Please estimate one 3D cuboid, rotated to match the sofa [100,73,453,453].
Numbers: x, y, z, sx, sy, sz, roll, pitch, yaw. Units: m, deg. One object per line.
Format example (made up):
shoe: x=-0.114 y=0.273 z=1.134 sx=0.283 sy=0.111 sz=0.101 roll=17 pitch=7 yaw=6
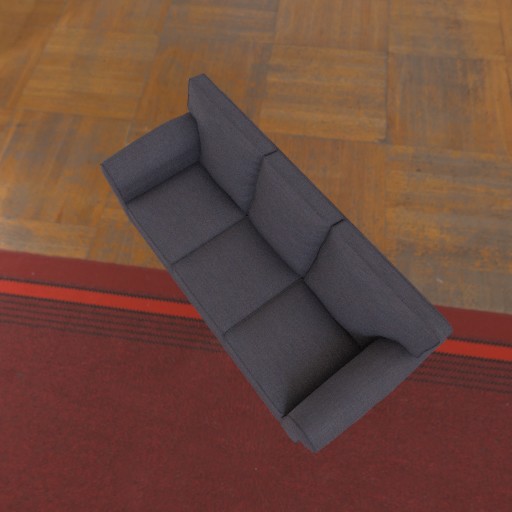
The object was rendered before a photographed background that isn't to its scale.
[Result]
sofa: x=0.000 y=0.000 z=2.649 sx=0.909 sy=0.966 sz=2.084 roll=-34 pitch=69 yaw=-15
